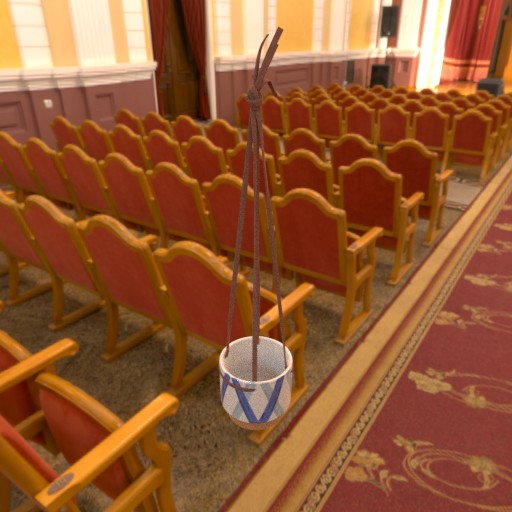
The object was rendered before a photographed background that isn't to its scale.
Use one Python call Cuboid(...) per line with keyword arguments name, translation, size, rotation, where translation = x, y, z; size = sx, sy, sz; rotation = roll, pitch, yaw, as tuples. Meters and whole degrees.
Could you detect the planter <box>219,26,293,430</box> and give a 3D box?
Cuboid(name="planter", translation=(0.000, 0.000, 0.818), size=(0.153, 0.753, 0.157), rotation=(17, 31, 31))
